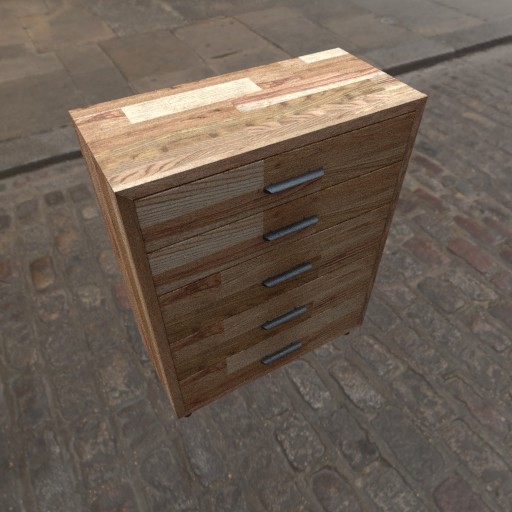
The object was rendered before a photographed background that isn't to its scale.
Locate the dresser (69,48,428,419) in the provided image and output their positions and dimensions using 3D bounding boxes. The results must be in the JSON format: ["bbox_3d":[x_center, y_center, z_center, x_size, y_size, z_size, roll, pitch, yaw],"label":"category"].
[{"bbox_3d":[0.000,0.000,1.733,0.966,1.243,0.480,-22,49,-20],"label":"dresser"}]
